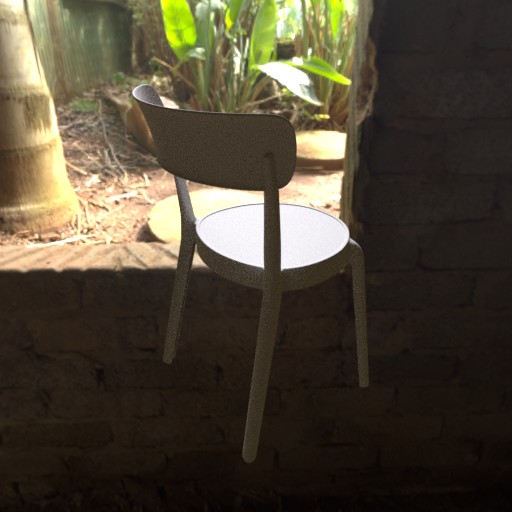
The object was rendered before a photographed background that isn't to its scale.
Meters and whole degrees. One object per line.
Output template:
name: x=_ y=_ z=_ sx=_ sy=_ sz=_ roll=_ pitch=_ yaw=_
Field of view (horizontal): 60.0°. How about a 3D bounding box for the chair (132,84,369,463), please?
chair: x=0.000 y=0.000 z=1.117 sx=0.491 sy=0.790 sz=0.506 roll=-19 pitch=33 yaw=-32
